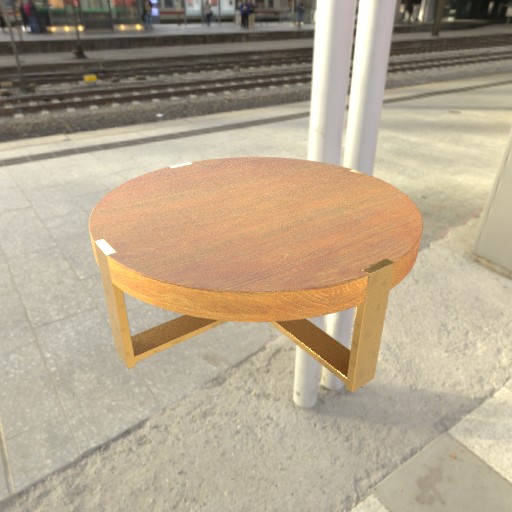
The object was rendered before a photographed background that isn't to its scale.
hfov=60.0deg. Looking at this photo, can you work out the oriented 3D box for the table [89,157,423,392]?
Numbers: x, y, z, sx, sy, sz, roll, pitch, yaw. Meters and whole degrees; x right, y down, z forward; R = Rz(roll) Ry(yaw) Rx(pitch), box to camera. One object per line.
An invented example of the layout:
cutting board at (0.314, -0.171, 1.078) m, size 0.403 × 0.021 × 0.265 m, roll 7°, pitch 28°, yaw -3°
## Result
table at (0.000, 0.000, 1.643) m, size 1.100 × 0.420 × 1.100 m, roll 0°, pitch 29°, yaw 0°
